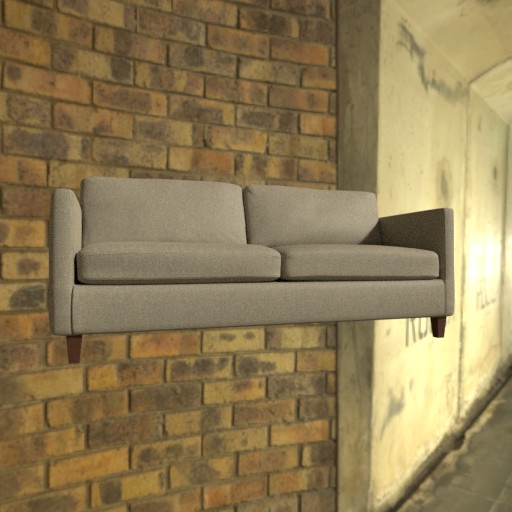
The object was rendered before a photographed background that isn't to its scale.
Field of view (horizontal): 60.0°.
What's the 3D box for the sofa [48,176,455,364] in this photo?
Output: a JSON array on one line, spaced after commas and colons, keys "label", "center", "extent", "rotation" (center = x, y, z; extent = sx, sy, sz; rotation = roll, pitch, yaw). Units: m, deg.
[{"label": "sofa", "center": [0.000, 0.000, 2.679], "extent": [2.208, 0.963, 0.956], "rotation": [0, -1, -19]}]
